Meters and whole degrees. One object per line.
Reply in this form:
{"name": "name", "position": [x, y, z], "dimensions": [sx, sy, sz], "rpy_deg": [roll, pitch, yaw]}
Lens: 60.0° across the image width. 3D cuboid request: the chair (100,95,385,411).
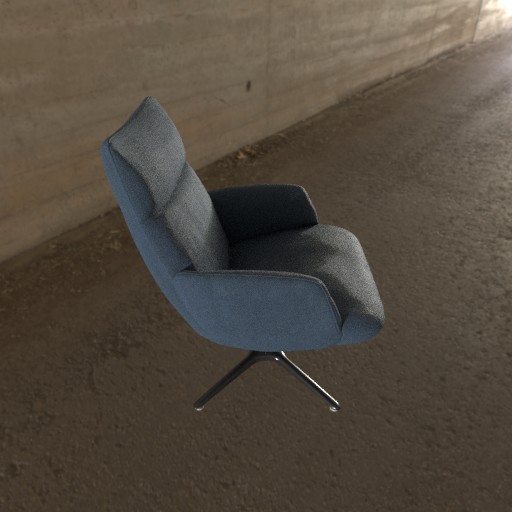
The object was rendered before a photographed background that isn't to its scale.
{"name": "chair", "position": [0.000, 0.000, 1.616], "dimensions": [0.889, 1.016, 0.711], "rpy_deg": [0, 32, 0]}
